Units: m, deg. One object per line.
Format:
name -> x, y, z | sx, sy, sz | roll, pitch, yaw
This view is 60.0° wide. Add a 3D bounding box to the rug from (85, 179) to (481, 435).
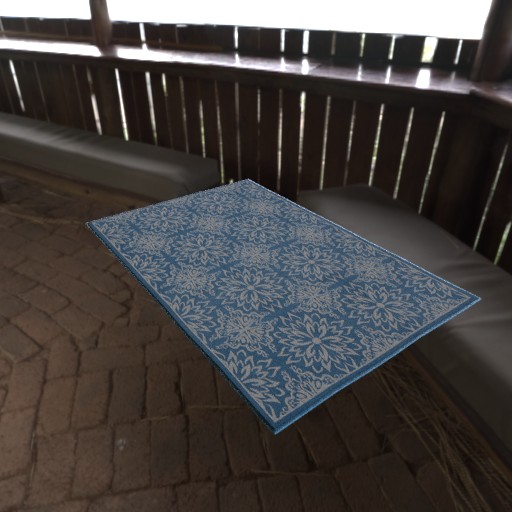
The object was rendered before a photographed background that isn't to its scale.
rug -> 0.000, 0.000, 3.551 | 1.830, 0.018, 2.769 | -21, 37, -31
